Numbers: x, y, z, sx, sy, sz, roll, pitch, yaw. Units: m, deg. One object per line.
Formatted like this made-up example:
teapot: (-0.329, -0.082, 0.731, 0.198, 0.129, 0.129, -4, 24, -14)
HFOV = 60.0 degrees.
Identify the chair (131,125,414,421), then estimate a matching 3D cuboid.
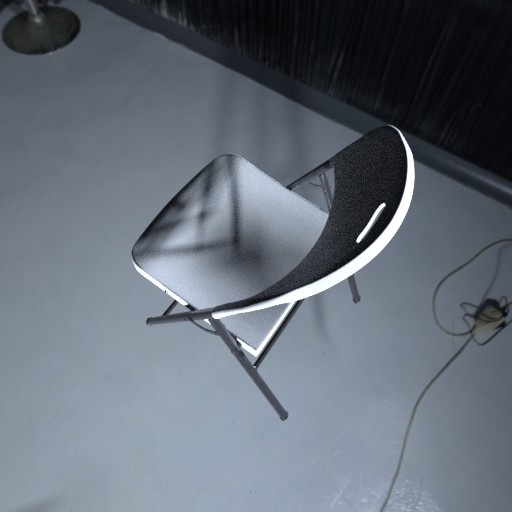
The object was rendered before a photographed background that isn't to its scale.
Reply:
chair: (0.000, 0.000, 1.153, 0.566, 0.810, 0.494, 31, 66, 15)
